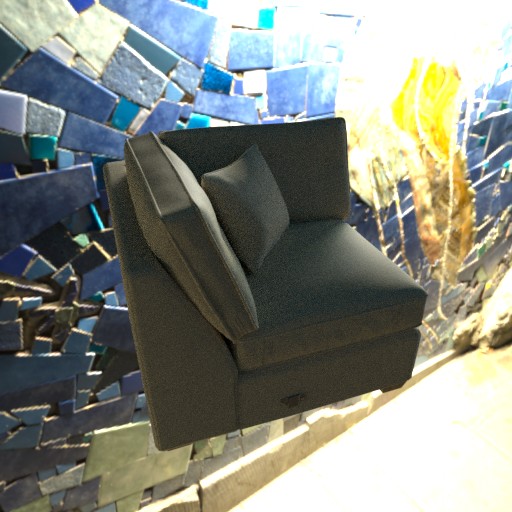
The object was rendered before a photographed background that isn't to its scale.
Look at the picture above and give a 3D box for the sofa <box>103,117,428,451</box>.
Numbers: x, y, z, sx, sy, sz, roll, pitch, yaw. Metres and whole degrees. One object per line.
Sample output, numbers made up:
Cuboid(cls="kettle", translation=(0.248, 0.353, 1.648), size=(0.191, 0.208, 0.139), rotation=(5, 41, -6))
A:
Cuboid(cls="sofa", translation=(0.000, 0.000, 1.959), size=(1.146, 1.002, 1.084), rotation=(-10, 31, -17))
